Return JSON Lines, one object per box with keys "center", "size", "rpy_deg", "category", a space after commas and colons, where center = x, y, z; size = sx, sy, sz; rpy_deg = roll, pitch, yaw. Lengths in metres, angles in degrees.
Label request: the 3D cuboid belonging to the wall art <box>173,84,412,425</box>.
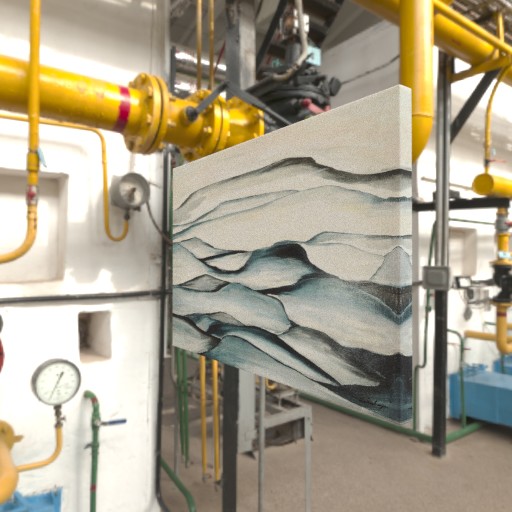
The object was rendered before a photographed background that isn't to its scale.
{"center": [0.000, 0.000, 1.168], "size": [0.039, 0.609, 0.914], "rpy_deg": [0, -1, -36], "category": "wall art"}
